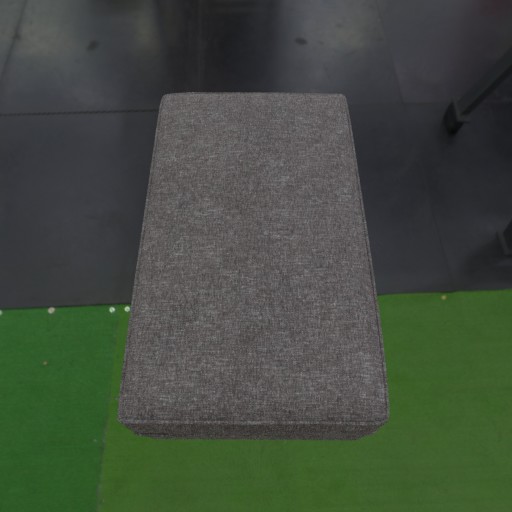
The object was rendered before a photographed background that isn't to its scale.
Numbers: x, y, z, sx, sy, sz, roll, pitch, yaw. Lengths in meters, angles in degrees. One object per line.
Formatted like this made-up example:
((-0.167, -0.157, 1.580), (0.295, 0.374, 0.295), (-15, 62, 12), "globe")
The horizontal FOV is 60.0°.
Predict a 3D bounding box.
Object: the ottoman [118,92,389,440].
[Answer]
((0.000, 0.000, 1.543), (0.717, 0.487, 1.184), (0, 62, 0), "ottoman")
